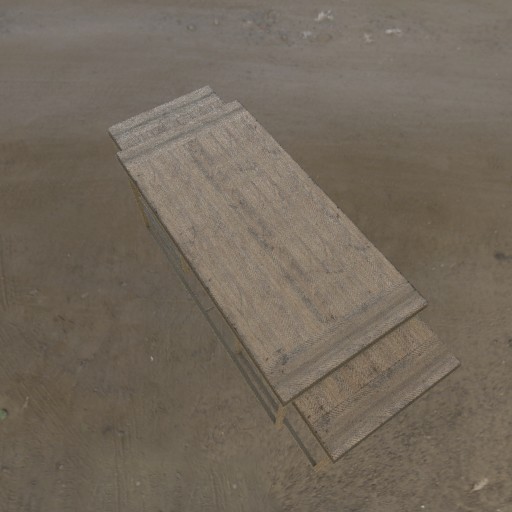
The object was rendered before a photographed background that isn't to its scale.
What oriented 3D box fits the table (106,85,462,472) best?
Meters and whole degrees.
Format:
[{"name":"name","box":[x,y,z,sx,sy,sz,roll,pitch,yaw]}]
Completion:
[{"name":"table","box":[0.000,0.000,1.519,0.489,0.427,1.312,-30,64,-16]}]
